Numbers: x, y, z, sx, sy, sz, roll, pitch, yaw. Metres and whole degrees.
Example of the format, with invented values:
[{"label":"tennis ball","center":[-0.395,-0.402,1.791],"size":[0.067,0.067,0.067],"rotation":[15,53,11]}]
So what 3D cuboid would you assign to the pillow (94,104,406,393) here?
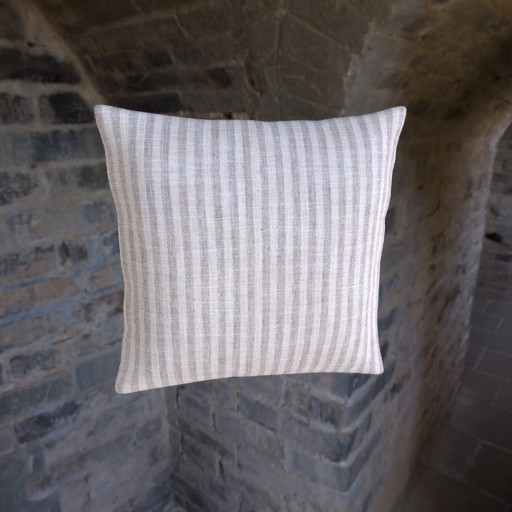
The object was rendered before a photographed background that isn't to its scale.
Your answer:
[{"label":"pillow","center":[0.000,0.000,0.790],"size":[0.523,0.510,0.166],"rotation":[-2,16,-8]}]
